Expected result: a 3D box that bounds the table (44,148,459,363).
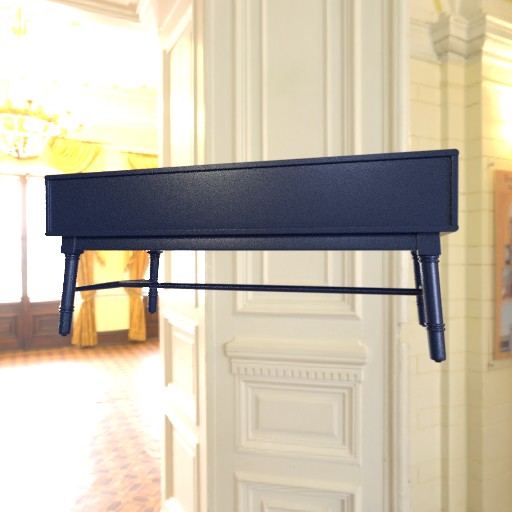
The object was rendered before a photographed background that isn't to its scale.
[{"bbox_3d":[0.000,0.000,1.357,1.067,0.457,0.572,0,1,17],"label":"table"}]
